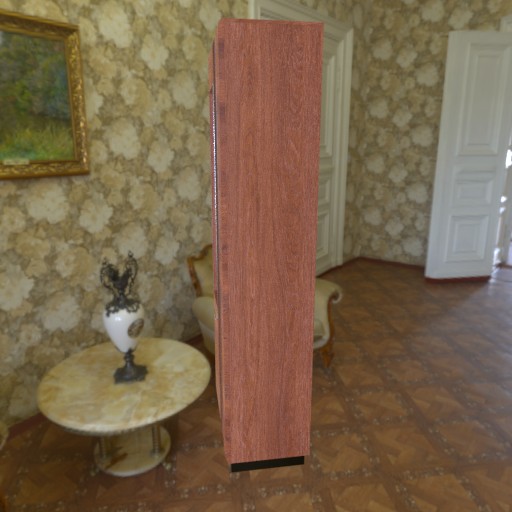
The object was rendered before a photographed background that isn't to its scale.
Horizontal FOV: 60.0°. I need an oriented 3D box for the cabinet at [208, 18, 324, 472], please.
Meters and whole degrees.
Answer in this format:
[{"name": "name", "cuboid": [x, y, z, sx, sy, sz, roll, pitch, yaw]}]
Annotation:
[{"name": "cabinet", "cuboid": [0.000, 0.000, 2.211, 0.420, 1.980, 0.660, -2, 14, -9]}]
